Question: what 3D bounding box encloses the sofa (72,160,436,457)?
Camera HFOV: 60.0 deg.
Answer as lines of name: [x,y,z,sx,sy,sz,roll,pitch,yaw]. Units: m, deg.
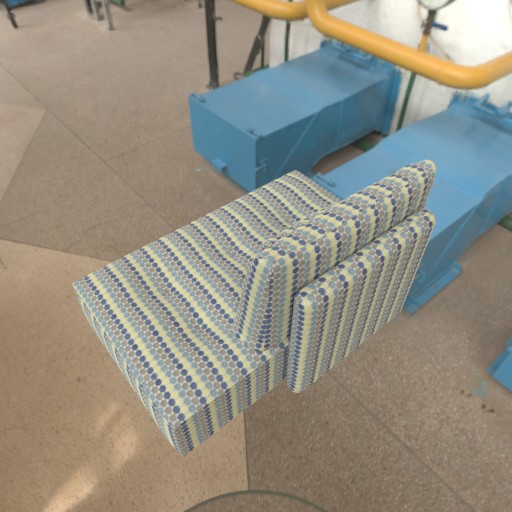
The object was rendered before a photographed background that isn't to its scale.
sofa: [0.000,0.000,2.034,1.450,0.820,1.000,-31,54,-26]
